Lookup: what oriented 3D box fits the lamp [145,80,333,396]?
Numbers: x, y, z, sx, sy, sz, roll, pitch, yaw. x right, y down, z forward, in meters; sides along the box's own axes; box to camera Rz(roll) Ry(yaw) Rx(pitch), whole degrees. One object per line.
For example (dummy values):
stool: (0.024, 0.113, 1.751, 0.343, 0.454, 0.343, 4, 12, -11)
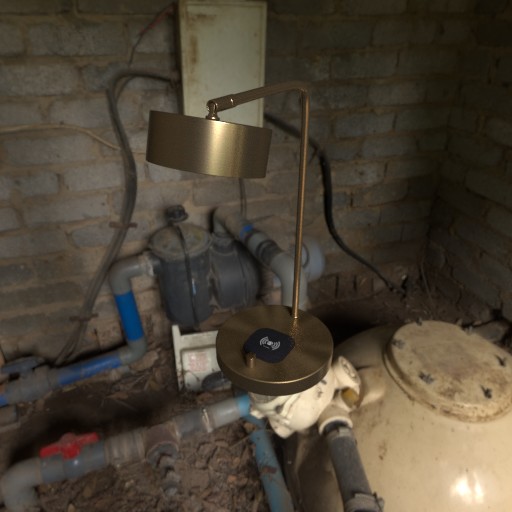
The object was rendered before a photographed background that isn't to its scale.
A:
lamp: (0.000, 0.000, 0.528, 0.171, 0.380, 0.270, 18, 34, 28)
